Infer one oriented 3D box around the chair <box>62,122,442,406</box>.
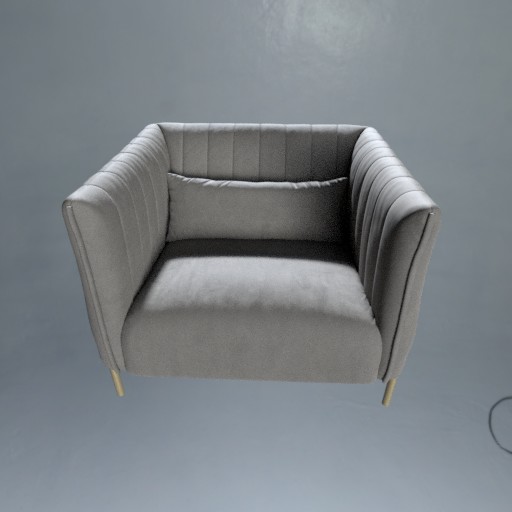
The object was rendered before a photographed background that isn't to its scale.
[{"bbox_3d":[0.000,0.000,1.603,0.981,0.779,0.873,1,29,2],"label":"chair"}]
